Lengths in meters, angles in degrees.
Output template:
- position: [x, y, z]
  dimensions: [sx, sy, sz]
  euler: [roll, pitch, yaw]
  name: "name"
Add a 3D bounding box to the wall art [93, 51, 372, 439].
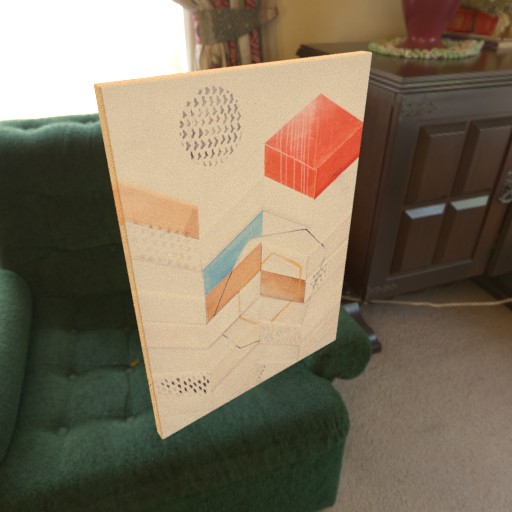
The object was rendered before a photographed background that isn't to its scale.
- position: [0.000, 0.000, 1.058]
  dimensions: [0.613, 0.848, 0.036]
  euler: [-21, 38, -30]
  name: "wall art"
